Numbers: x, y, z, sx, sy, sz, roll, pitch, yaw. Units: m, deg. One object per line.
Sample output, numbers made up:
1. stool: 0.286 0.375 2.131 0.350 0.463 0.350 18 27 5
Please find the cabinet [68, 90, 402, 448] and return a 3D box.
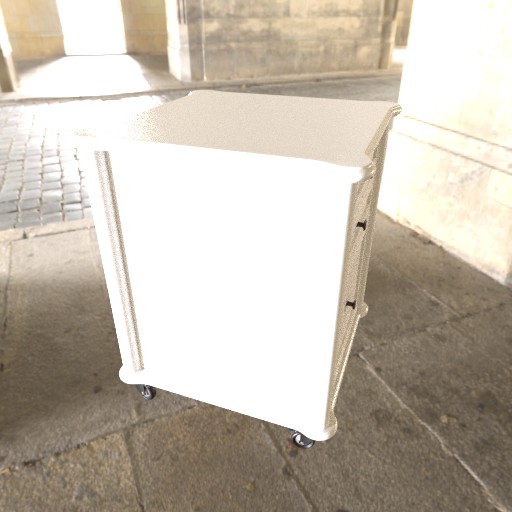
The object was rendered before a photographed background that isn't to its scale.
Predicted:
1. cabinet: 0.000 0.000 1.236 0.627 0.761 0.628 11 31 18
